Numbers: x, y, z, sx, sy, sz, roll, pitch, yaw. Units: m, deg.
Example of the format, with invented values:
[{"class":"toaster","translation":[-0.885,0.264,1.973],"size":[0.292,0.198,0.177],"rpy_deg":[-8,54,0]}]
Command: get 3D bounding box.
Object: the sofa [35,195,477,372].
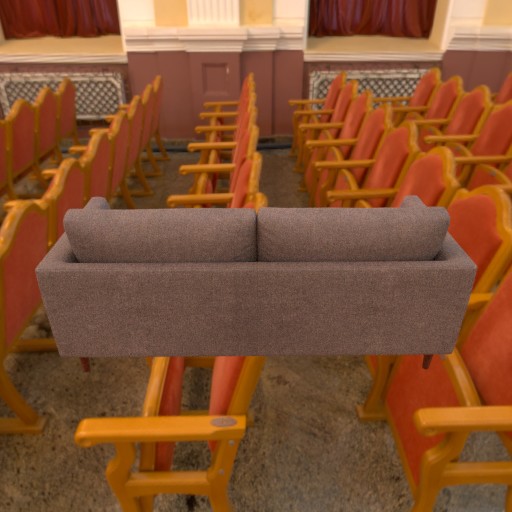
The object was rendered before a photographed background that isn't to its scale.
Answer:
[{"class":"sofa","translation":[0.000,0.000,2.460],"size":[1.948,0.868,1.020],"rpy_deg":[0,30,-1]}]
